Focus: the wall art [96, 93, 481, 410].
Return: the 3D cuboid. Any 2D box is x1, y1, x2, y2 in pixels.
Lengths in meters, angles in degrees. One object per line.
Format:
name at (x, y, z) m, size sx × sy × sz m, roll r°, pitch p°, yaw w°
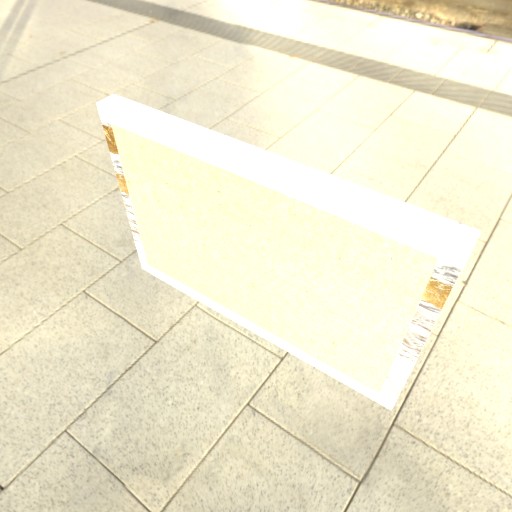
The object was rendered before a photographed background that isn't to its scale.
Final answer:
wall art at (0.000, 0.000, 0.768) m, size 0.606 × 0.407 × 0.041 m, roll 26°, pitch 52°, yaw 23°
